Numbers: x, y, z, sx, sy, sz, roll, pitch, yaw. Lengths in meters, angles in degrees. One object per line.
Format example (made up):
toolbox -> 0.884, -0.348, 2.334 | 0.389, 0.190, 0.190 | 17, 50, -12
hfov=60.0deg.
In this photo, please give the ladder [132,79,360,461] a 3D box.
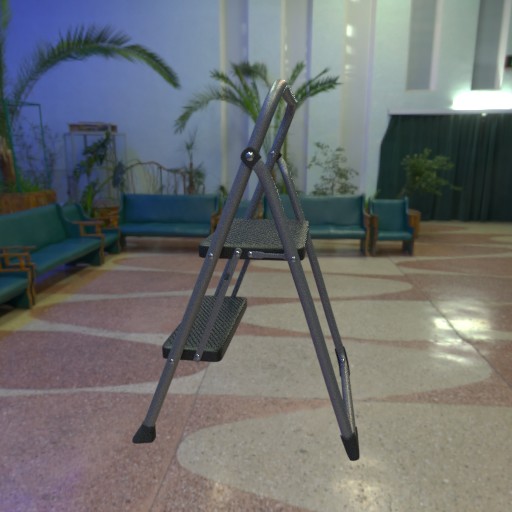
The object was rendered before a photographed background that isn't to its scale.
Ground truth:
ladder -> 0.000, 0.000, 1.018 | 0.472, 0.720, 0.430 | 2, 13, 8
